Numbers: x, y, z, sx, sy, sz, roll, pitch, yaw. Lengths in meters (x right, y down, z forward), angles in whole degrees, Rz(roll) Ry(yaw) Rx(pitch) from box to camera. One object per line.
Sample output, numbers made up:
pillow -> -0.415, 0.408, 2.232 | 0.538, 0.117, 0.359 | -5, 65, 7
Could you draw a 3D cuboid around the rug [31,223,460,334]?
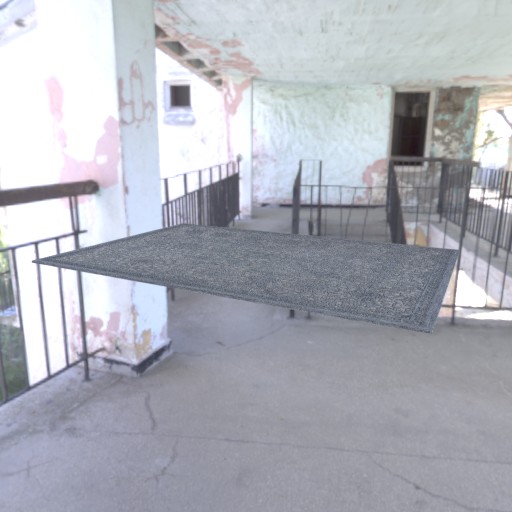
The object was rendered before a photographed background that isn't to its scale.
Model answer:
rug -> 0.000, 0.000, 2.254 | 1.819, 0.012, 1.208 | 7, 16, 27
